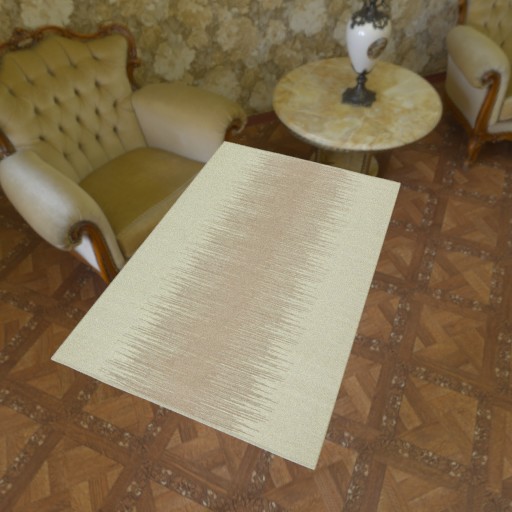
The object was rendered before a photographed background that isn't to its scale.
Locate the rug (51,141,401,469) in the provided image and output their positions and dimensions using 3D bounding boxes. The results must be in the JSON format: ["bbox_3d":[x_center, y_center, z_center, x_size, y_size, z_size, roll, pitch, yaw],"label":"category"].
[{"bbox_3d":[0.000,0.000,2.398,1.234,0.006,1.850,17,50,15],"label":"rug"}]
